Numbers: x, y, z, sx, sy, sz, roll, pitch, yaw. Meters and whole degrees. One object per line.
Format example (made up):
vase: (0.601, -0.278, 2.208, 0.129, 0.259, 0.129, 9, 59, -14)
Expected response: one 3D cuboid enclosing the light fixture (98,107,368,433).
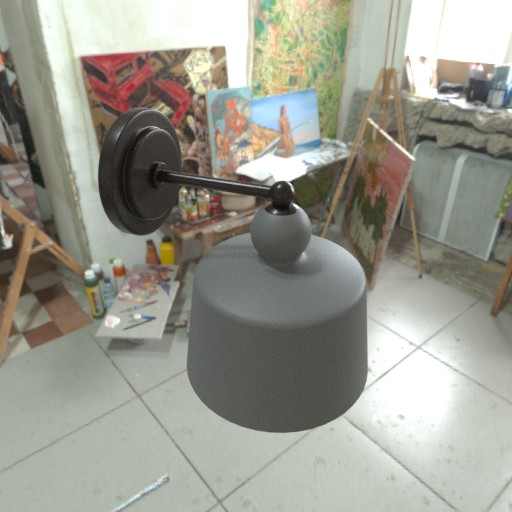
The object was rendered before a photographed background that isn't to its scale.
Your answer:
light fixture: (0.000, 0.000, 0.447, 0.254, 0.268, 0.204, 11, 33, 18)
